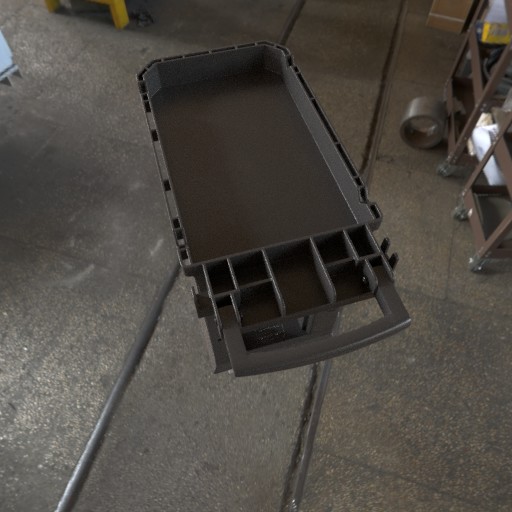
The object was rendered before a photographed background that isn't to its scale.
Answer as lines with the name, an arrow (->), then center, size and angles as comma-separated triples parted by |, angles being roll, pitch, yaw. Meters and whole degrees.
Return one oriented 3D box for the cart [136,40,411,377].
cart -> 0.000, 0.000, 1.529 | 0.497, 0.884, 1.061 | -14, 59, -9
